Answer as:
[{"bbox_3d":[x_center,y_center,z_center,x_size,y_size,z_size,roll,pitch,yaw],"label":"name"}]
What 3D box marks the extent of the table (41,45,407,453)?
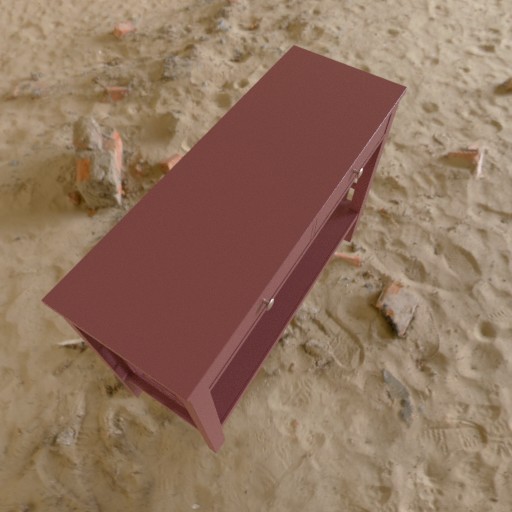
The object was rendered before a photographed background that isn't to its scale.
[{"bbox_3d":[0.000,0.000,1.436,0.397,0.753,1.068,28,62,16],"label":"table"}]
